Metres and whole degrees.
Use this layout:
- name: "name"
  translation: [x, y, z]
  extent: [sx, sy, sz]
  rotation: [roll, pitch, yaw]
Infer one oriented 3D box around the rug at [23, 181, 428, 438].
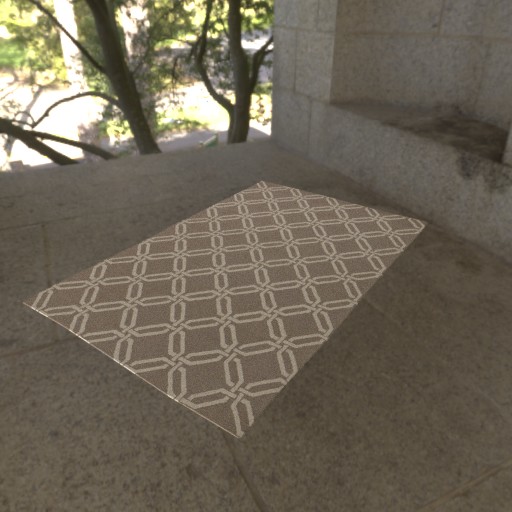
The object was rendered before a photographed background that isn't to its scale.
- name: "rug"
  translation: [0.000, 0.000, 2.157]
  extent: [1.142, 0.010, 1.748]
  rotation: [20, 35, 30]
